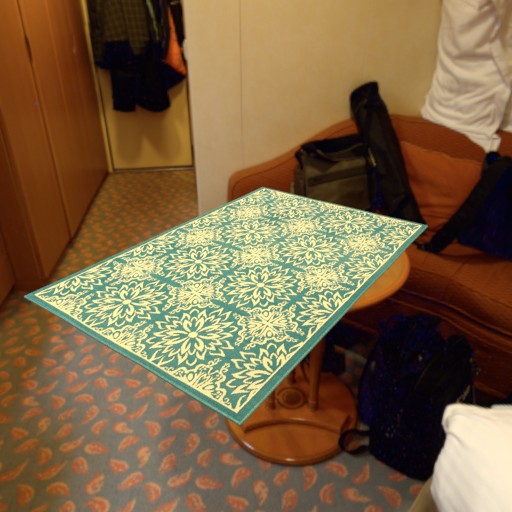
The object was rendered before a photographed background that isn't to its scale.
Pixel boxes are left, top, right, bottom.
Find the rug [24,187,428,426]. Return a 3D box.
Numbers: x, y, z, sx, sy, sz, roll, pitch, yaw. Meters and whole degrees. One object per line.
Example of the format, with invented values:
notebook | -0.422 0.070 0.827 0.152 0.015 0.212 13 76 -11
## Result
rug | 0.000 0.000 3.479 1.830 0.018 2.769 19 33 31
